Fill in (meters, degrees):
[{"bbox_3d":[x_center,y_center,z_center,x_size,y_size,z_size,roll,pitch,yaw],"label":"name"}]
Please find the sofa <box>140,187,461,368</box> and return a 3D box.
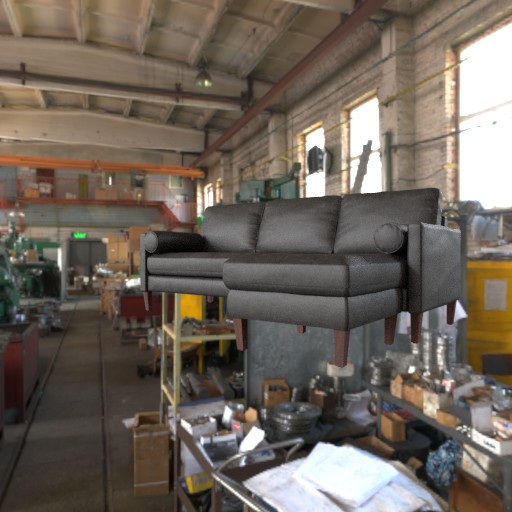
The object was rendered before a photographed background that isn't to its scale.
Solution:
[{"bbox_3d":[0.000,0.000,2.893,2.178,0.876,1.497,0,1,37],"label":"sofa"}]
